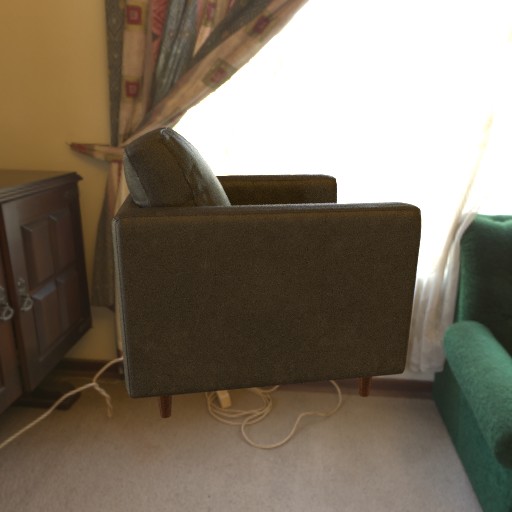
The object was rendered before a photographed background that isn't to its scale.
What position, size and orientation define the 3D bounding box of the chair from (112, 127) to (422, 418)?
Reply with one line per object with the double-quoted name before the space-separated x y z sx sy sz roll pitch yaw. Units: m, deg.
"chair" 0.000 0.000 1.610 0.879 0.898 0.831 -3 17 -9
